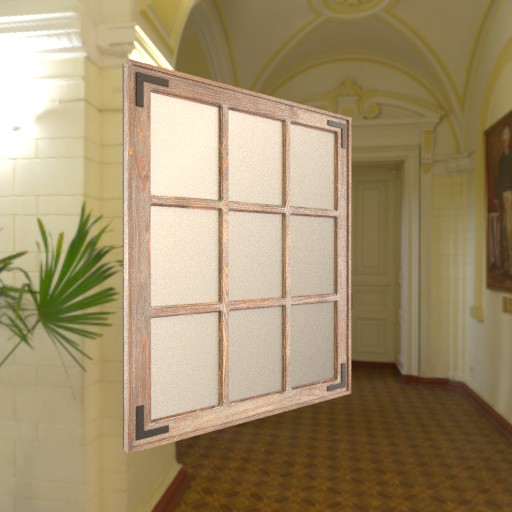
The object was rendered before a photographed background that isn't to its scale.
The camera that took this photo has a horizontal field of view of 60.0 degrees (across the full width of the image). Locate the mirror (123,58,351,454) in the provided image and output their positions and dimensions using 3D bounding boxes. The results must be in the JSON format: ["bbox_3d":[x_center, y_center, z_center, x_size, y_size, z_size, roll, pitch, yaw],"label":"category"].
[{"bbox_3d":[0.000,0.000,1.215,0.730,0.882,0.032,0,0,-36],"label":"mirror"}]
